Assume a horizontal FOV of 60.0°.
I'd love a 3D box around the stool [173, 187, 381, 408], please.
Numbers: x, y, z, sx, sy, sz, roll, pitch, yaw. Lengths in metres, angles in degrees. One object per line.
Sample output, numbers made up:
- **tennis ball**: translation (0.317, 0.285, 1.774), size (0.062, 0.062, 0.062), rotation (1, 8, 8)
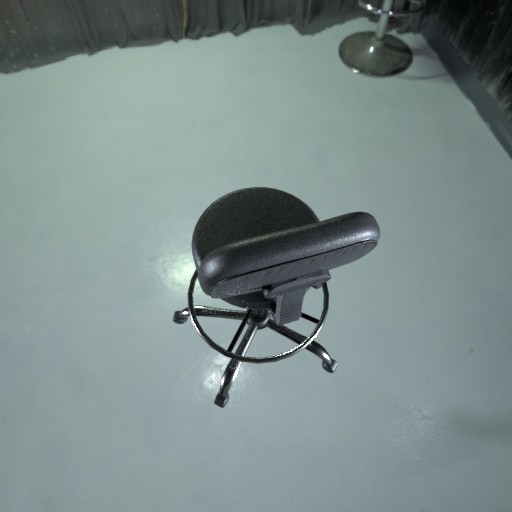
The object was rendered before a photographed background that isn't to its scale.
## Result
- **stool**: translation (0.000, 0.000, 1.481), size (0.694, 1.069, 0.658), rotation (-15, 60, -9)
